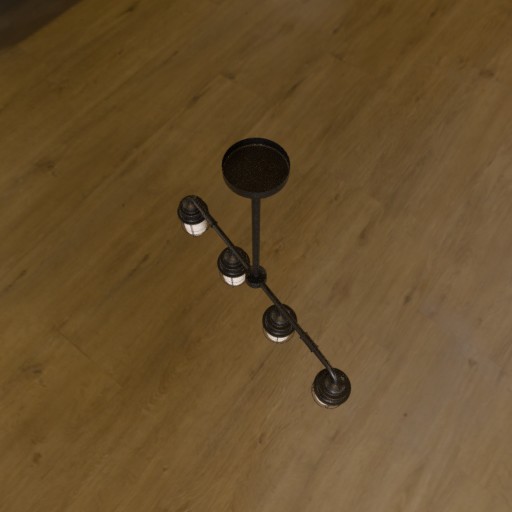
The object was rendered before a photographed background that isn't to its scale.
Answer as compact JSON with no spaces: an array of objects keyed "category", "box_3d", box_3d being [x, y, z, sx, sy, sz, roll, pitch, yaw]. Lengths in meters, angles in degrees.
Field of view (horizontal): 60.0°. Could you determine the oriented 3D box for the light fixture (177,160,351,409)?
[{"category":"light fixture","box_3d":[0.000,0.000,1.195,0.131,0.785,0.852,-34,68,-15]}]
